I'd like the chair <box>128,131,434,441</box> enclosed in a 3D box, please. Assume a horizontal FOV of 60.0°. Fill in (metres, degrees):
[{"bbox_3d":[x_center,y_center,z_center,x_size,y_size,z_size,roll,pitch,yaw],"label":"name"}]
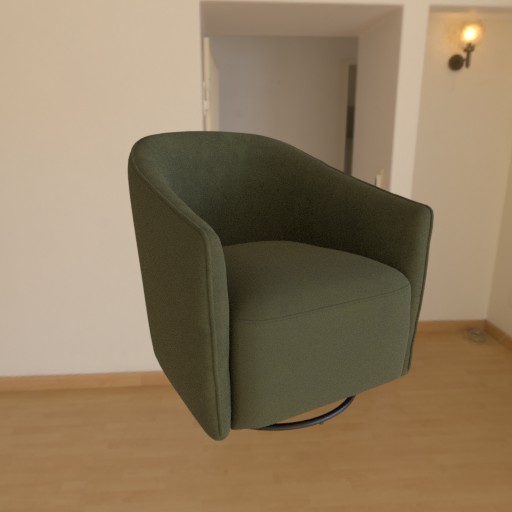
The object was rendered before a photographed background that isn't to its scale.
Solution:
[{"bbox_3d":[0.000,0.000,1.453,0.747,0.799,0.875,-8,17,-28],"label":"chair"}]
